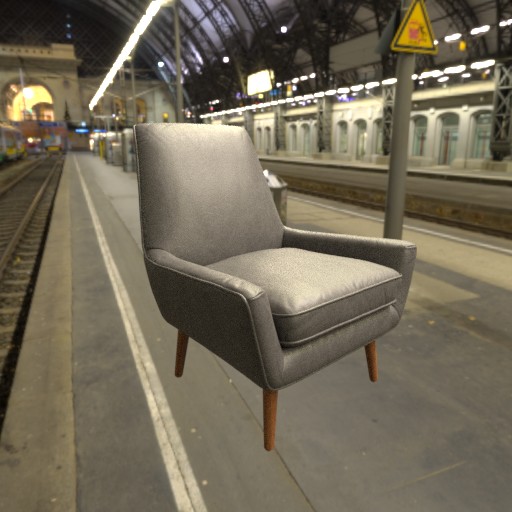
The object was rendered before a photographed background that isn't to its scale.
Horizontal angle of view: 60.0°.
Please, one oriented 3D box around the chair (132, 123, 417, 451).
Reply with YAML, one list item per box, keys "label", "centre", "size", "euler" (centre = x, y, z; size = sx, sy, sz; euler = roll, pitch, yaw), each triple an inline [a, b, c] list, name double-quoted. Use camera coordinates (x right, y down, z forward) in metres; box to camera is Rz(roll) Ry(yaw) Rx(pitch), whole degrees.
- label: "chair"
  centre: [0.000, 0.000, 1.519]
  size: [0.787, 0.888, 0.822]
  euler: [-13, 19, -42]
